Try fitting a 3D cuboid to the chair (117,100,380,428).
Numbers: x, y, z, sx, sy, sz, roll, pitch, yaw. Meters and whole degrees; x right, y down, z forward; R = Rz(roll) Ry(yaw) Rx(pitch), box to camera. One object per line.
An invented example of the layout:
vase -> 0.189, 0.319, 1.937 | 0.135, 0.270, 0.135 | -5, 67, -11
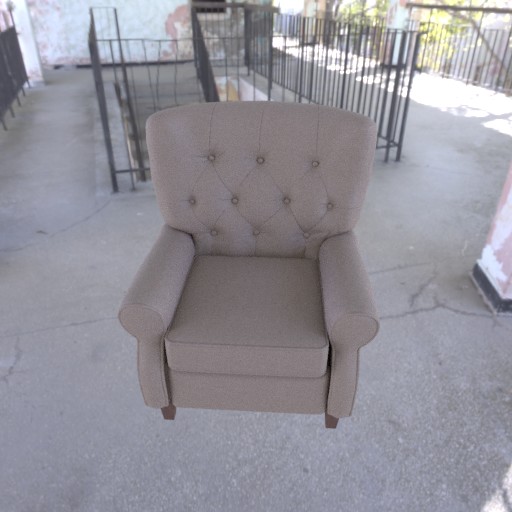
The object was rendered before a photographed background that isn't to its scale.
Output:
chair -> 0.000, 0.000, 1.929 | 0.999, 1.138, 1.041 | 2, 31, 3
